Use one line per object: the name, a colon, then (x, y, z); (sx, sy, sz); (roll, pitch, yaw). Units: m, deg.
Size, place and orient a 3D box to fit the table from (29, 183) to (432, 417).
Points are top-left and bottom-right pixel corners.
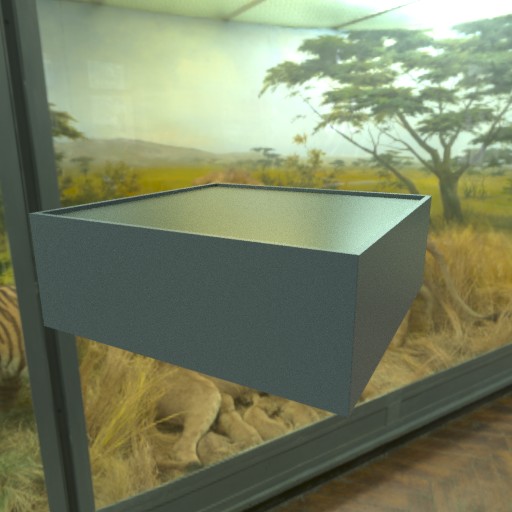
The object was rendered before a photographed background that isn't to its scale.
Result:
table: (0.000, 0.000, 1.254); (0.801, 0.299, 0.801); (8, 17, 27)
